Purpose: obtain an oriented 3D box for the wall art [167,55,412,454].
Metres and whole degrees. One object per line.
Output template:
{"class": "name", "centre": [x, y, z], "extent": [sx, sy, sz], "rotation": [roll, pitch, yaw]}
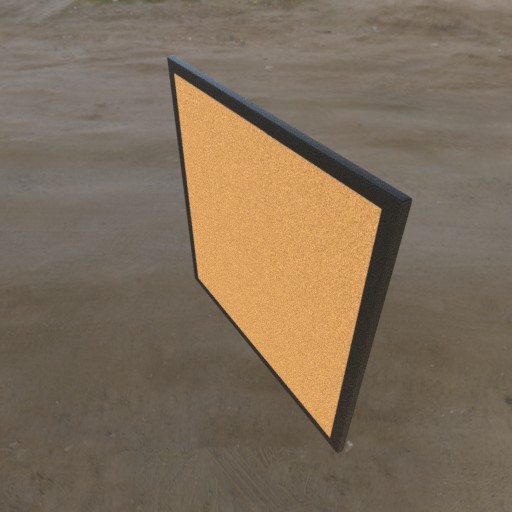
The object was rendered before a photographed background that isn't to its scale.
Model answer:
{"class": "wall art", "centre": [0.000, 0.000, 0.958], "extent": [0.016, 0.659, 0.663], "rotation": [-24, 46, -25]}
